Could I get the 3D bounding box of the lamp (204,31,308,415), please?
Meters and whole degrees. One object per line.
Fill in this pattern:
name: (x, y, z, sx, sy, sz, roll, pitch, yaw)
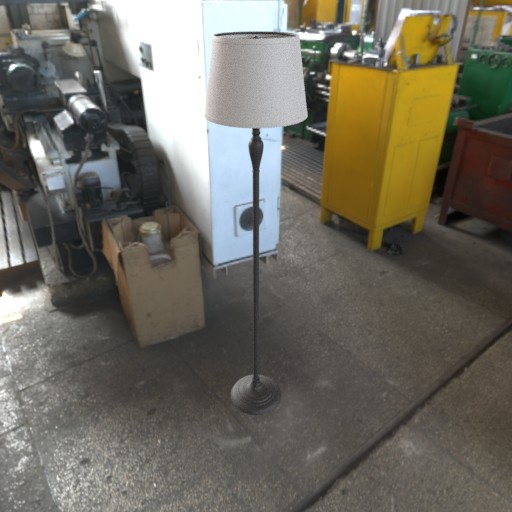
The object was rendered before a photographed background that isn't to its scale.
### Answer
lamp: (0.000, 0.000, 1.681, 0.327, 1.506, 0.327, 9, 32, 15)
